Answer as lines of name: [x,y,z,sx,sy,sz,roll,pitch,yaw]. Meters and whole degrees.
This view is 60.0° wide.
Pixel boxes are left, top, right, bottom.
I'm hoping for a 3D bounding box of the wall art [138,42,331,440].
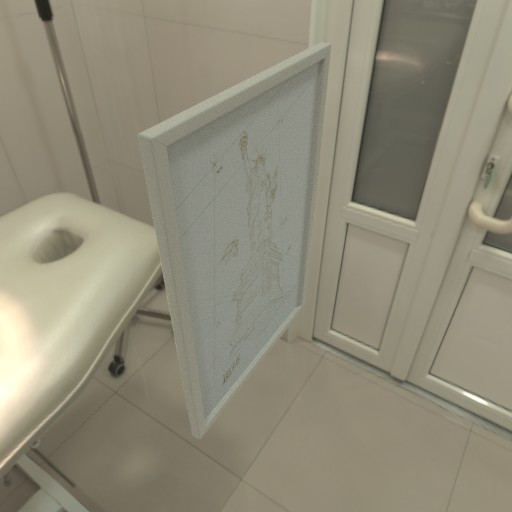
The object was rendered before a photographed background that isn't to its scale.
wall art: [0.000,0.000,1.512,0.038,1.183,0.808,23,45,25]
